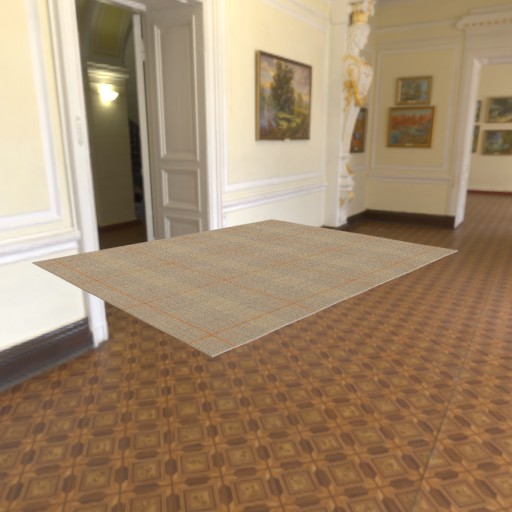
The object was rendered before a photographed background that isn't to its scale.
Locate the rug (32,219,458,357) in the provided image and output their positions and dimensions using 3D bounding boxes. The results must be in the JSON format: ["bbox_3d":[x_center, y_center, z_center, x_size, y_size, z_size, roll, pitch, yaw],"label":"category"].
[{"bbox_3d":[0.000,0.000,4.047,3.051,0.021,2.448,-14,20,-43],"label":"rug"}]
